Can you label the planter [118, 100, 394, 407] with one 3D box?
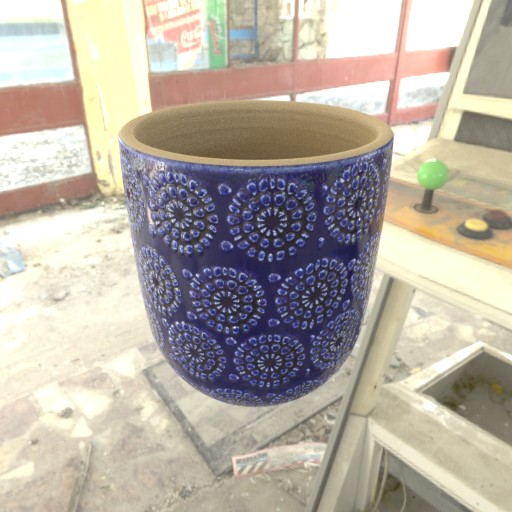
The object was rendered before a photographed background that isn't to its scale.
[{"bbox_3d":[0.000,0.000,0.350,0.184,0.206,0.184,0,29,0],"label":"planter"}]
